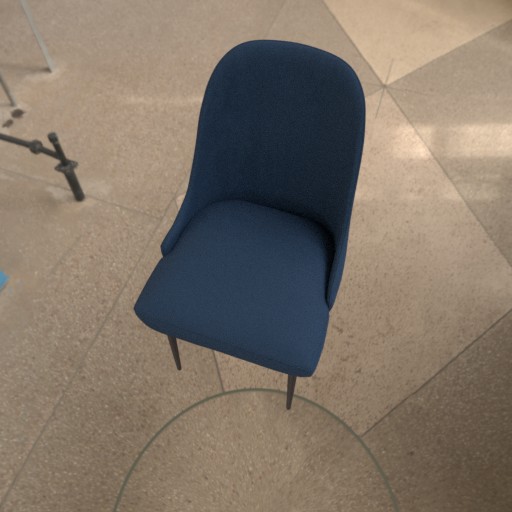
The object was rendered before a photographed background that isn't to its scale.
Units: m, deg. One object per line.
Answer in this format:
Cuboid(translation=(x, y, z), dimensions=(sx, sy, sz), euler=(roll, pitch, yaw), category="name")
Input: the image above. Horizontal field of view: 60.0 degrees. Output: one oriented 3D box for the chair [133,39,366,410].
Cuboid(translation=(0.000, 0.000, 1.198), dimensions=(0.478, 0.896, 0.559), euler=(17, 59, 10), category="chair")
